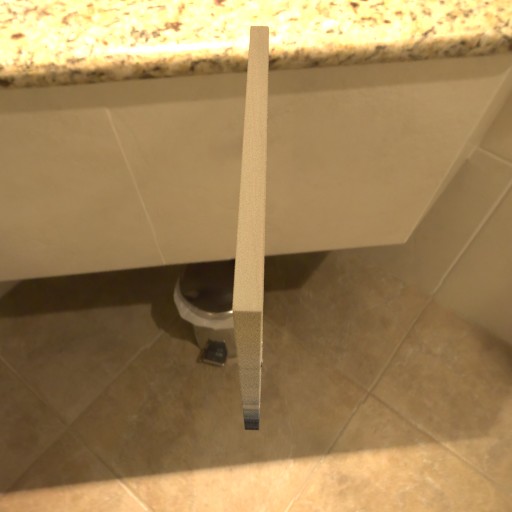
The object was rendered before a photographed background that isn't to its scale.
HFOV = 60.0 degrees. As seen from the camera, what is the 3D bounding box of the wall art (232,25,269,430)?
[{"bbox_3d":[0.000,0.000,0.994,0.041,0.710,0.608,1,58,1],"label":"wall art"}]
